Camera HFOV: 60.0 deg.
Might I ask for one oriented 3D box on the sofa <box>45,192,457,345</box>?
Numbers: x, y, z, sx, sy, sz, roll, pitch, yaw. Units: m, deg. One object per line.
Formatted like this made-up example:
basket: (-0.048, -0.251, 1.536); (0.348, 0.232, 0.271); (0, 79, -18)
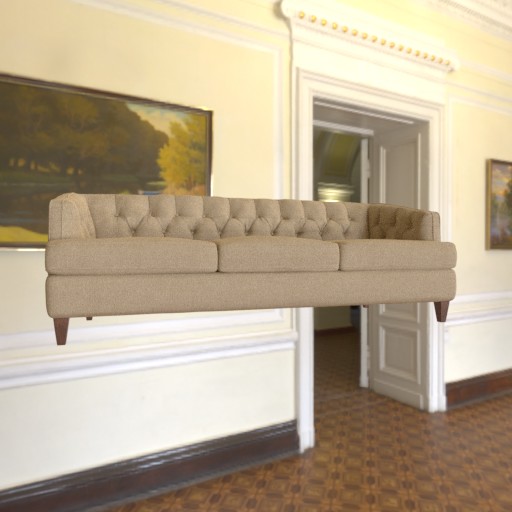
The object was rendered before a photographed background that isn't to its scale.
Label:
sofa: (0.000, 0.000, 2.687); (2.235, 0.788, 0.913); (0, 1, -18)
